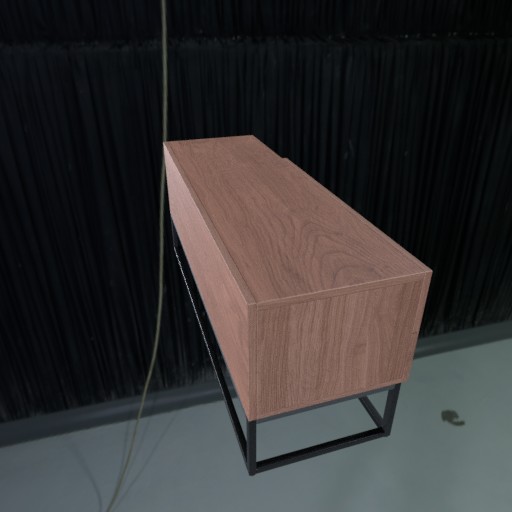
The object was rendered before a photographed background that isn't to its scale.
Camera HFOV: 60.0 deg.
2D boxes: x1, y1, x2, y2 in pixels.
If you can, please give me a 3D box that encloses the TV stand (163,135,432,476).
[{"bbox_3d":[0.000,0.000,1.486,0.415,0.500,1.200,-9,30,-15],"label":"TV stand"}]
